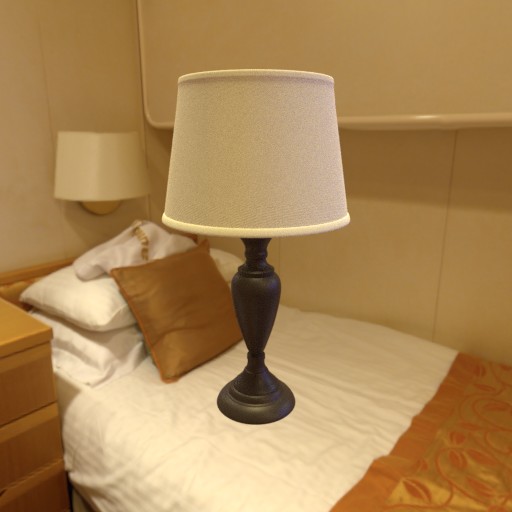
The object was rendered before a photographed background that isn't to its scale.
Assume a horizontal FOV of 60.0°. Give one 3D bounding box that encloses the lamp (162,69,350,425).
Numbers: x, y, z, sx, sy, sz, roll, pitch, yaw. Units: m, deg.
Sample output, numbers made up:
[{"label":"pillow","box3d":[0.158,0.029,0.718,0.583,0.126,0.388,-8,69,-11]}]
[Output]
[{"label":"lamp","box3d":[0.000,0.000,0.823,0.335,0.611,0.335,0,15,0]}]
